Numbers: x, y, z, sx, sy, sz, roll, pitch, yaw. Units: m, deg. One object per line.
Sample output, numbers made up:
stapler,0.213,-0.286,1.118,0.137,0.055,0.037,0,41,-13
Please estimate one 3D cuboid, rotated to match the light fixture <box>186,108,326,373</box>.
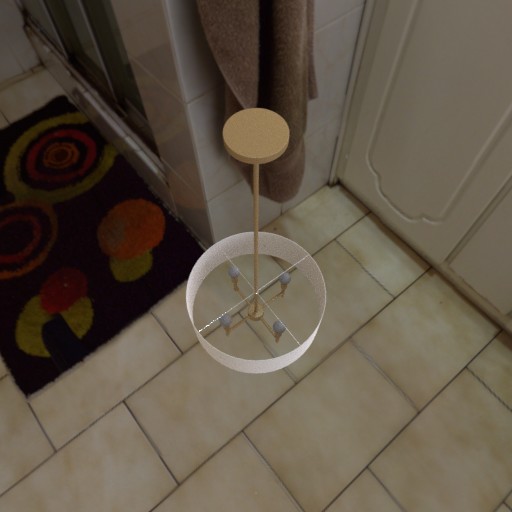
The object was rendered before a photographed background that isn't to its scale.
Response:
light fixture,0.000,0.000,1.369,0.508,1.067,0.508,0,62,0
